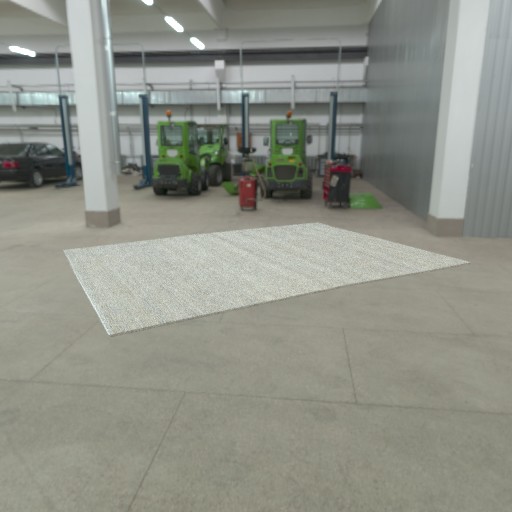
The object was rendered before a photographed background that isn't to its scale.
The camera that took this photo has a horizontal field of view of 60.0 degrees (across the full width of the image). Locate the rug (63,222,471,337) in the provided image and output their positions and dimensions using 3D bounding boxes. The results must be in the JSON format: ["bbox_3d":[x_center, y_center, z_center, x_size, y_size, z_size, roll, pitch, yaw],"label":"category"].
[{"bbox_3d":[0.000,0.000,3.001,2.264,0.030,1.624,-8,17,-28],"label":"rug"}]
